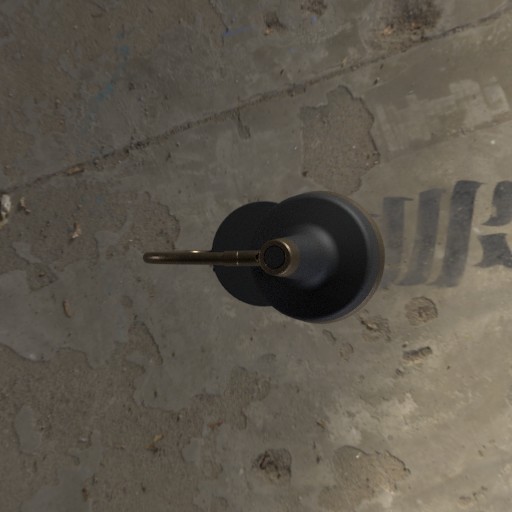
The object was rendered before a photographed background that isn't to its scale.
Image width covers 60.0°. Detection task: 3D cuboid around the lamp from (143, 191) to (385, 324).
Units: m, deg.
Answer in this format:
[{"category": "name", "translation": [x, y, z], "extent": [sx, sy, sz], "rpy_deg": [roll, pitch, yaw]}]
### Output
[{"category": "lamp", "translation": [0.000, 0.000, 0.496], "extent": [0.218, 0.385, 0.162], "rpy_deg": [0, 91, -1]}]
